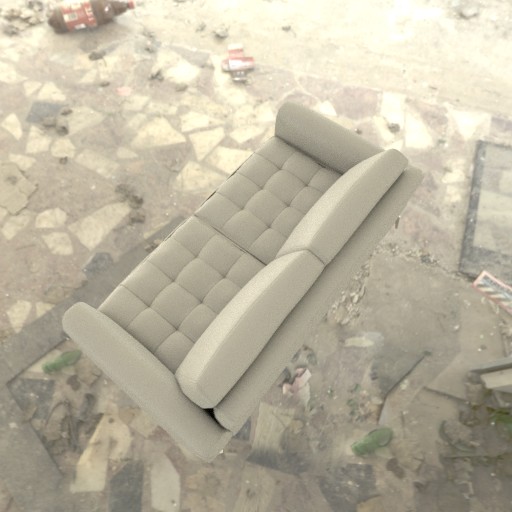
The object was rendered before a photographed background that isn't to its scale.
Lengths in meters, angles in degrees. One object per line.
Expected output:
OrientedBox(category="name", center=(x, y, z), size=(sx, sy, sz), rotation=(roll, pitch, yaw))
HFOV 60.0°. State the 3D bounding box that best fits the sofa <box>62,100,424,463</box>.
OrientedBox(category="sofa", center=(0.000, 0.000, 2.730), size=(1.121, 0.930, 2.177), rotation=(35, 68, 17))
